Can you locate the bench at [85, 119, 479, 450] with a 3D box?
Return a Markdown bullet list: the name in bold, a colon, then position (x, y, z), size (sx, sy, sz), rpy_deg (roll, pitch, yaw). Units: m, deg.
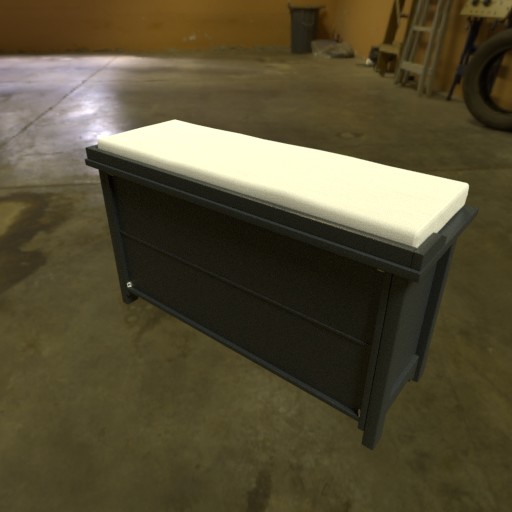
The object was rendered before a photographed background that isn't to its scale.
- **bench**: position (0.000, 0.000, 1.224), size (0.973, 0.561, 0.345), rpy_deg (22, 37, 33)
